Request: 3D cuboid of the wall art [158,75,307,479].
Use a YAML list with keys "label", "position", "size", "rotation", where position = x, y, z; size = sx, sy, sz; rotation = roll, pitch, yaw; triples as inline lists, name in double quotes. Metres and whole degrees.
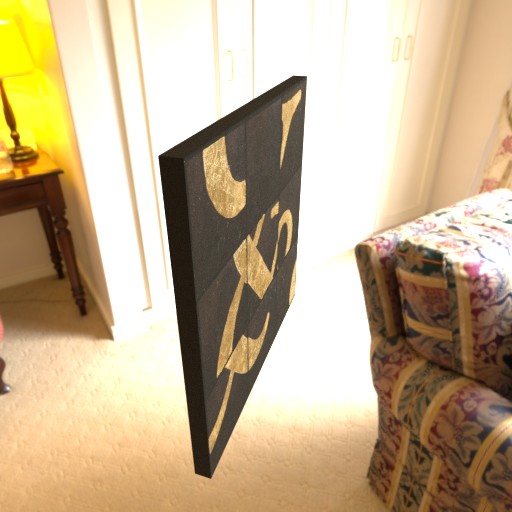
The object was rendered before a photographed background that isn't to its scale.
- label: "wall art"
  position: [0.000, 0.000, 1.138]
  size: [0.044, 0.758, 0.758]
  rotation: [10, 32, 16]
